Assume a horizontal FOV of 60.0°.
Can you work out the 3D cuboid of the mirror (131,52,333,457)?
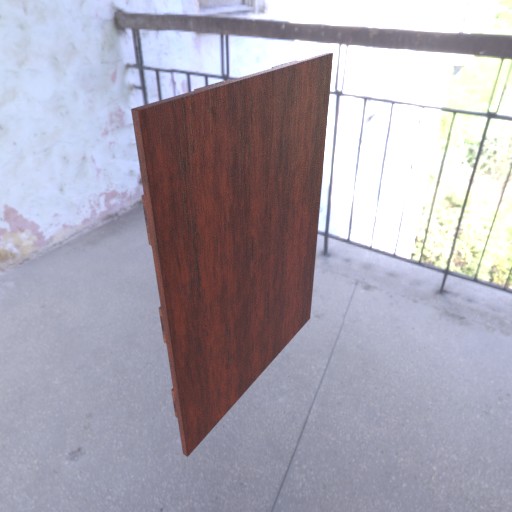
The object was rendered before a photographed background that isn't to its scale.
[{"bbox_3d":[0.000,0.000,1.039,0.021,0.805,0.600,21,38,28],"label":"mirror"}]
